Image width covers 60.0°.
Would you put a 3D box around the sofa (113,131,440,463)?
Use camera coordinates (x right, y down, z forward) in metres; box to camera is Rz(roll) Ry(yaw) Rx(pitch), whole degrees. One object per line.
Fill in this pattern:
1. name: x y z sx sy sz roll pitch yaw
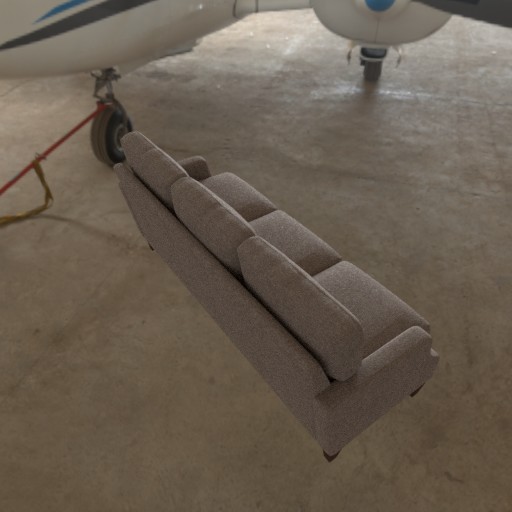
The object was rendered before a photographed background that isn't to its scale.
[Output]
1. sofa: 0.000 0.000 2.630 0.888 0.984 2.115 -25 47 -26
